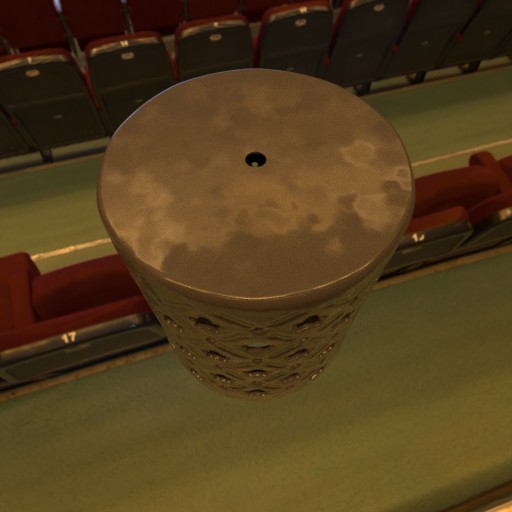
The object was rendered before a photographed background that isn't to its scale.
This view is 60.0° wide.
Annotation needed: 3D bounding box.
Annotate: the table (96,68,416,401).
[{"bbox_3d":[0.000,0.000,0.647,0.352,0.387,0.352,0,57,0],"label":"table"}]
